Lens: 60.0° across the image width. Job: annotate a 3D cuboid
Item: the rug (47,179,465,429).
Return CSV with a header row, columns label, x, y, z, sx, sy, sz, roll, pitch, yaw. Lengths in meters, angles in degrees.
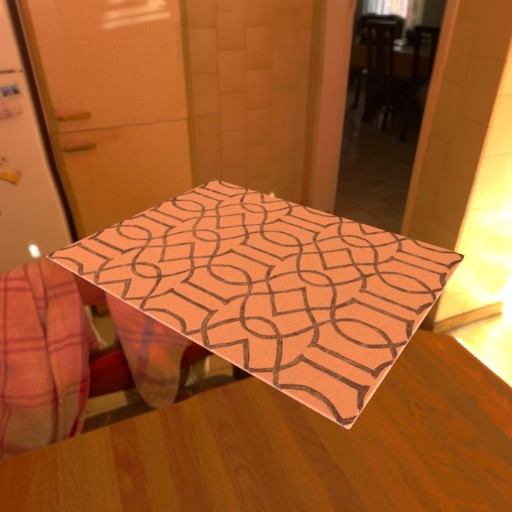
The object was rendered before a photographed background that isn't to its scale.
label,x,y,z,sx,sy,sz,roll,pitch,yaw
rug,0.000,0.000,3.853,2.910,0.021,2.211,22,38,31
